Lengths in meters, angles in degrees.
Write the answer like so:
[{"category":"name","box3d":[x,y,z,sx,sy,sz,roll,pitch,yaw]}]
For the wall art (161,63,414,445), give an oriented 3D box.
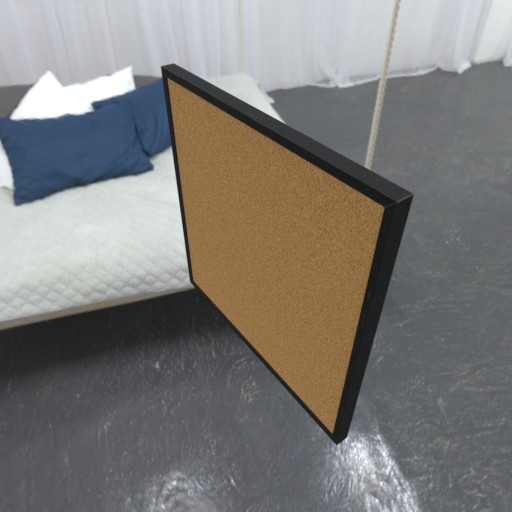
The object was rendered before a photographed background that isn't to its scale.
[{"category":"wall art","box3d":[0.000,0.000,1.148,0.037,0.761,0.761,-26,47,-27]}]
